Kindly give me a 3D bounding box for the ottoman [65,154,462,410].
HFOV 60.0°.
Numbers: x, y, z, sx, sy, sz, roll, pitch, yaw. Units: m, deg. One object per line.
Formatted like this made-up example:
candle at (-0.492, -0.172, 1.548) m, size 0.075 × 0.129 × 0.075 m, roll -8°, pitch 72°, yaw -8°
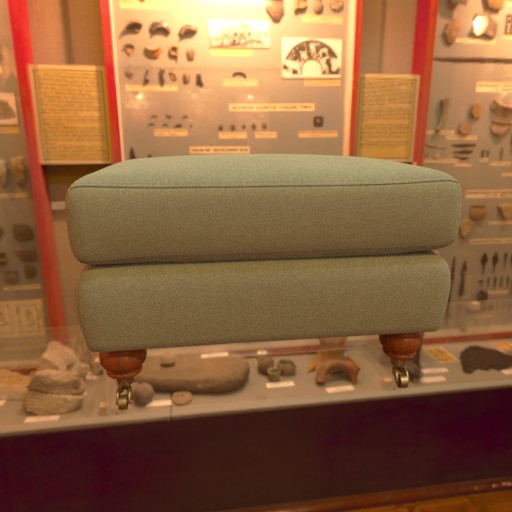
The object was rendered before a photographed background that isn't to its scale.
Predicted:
ottoman at (0.000, 0.000, 1.124) m, size 0.773 × 0.499 × 0.569 m, roll -2°, pitch 16°, yaw -7°
